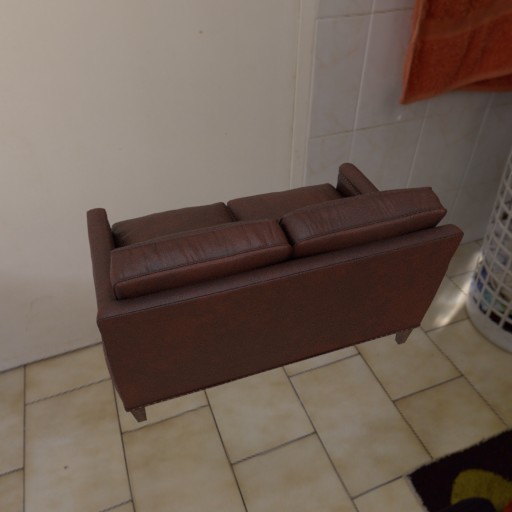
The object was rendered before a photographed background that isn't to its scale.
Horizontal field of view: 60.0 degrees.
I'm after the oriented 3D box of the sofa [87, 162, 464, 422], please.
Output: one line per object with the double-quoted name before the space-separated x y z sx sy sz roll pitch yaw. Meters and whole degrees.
"sofa" 0.000 0.000 2.286 1.628 1.003 1.083 -13 43 -14
